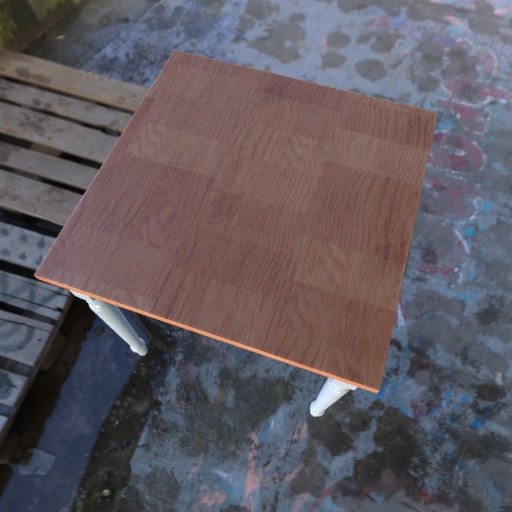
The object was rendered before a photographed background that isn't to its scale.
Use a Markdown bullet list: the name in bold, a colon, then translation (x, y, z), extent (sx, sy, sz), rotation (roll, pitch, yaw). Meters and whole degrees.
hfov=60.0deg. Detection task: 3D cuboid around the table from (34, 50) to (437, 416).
- **table**: translation (0.000, 0.000, 1.378), extent (0.747, 0.738, 0.747), rotation (17, 64, 8)
